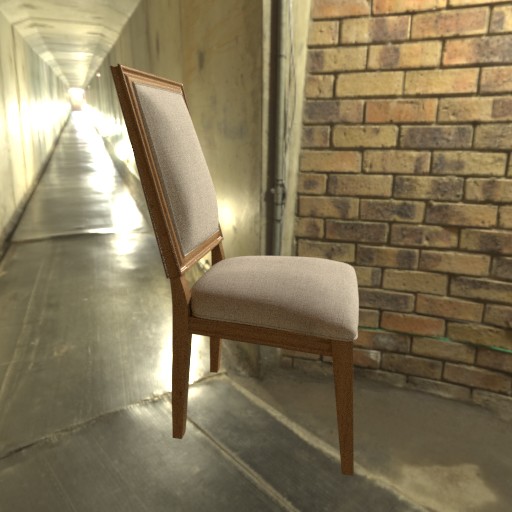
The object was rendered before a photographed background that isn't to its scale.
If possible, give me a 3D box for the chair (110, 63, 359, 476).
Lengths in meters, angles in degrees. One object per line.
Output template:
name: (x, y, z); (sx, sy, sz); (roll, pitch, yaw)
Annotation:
chair: (0.000, 0.000, 1.281); (0.601, 0.988, 0.536); (3, 16, 11)
